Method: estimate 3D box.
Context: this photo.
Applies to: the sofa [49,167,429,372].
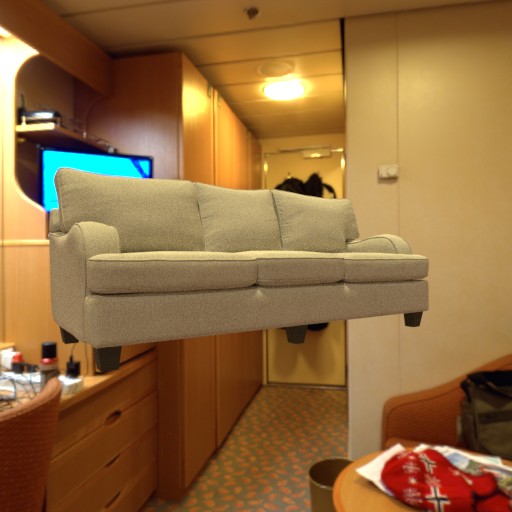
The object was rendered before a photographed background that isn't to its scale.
[{"bbox_3d":[0.000,0.000,2.864,2.323,0.991,1.016,0,0,-34],"label":"sofa"}]
